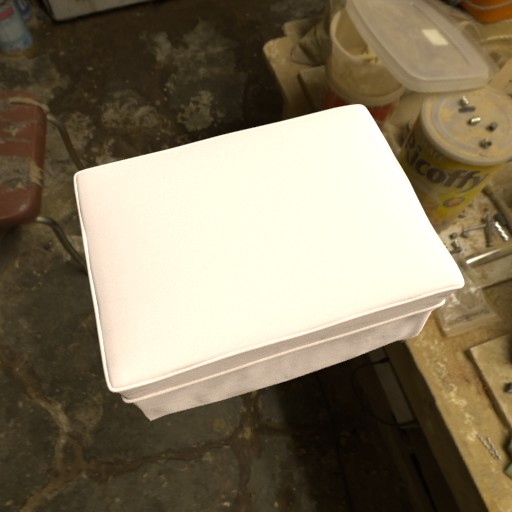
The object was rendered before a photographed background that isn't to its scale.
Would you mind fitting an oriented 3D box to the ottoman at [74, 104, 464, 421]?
[{"bbox_3d":[0.000,0.000,1.355,0.944,0.479,0.703,-16,65,-7],"label":"ottoman"}]
